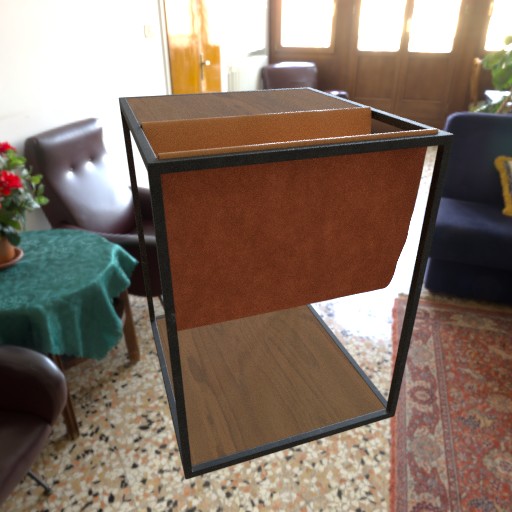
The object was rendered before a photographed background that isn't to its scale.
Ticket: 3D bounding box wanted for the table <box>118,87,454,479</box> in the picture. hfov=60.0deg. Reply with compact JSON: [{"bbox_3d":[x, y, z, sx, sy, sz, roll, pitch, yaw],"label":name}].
[{"bbox_3d":[0.000,0.000,0.840,0.399,0.536,0.450,-9,30,-17],"label":"table"}]
